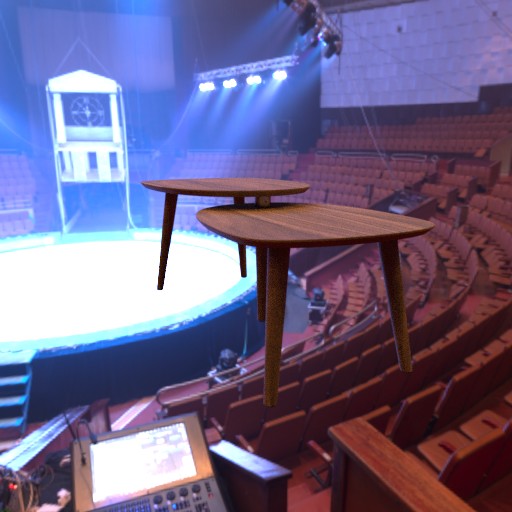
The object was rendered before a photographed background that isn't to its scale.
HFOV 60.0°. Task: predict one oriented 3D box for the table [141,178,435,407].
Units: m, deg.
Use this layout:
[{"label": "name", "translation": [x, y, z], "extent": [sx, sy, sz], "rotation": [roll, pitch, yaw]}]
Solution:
[{"label": "table", "translation": [0.000, 0.000, 1.402], "extent": [0.527, 0.429, 1.084], "rotation": [-6, 15, -26]}]
